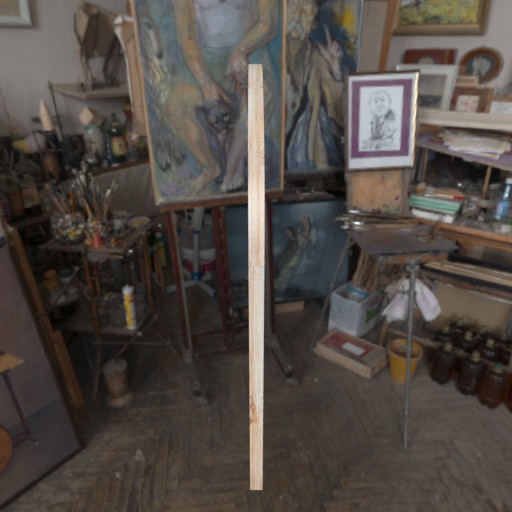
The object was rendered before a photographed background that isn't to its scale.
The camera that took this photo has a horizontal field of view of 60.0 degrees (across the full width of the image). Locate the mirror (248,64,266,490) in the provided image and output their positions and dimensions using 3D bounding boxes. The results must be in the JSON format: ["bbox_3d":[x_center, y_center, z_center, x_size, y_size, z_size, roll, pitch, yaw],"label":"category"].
[{"bbox_3d":[0.000,0.000,1.157,0.032,0.920,0.660,0,25,0],"label":"mirror"}]
